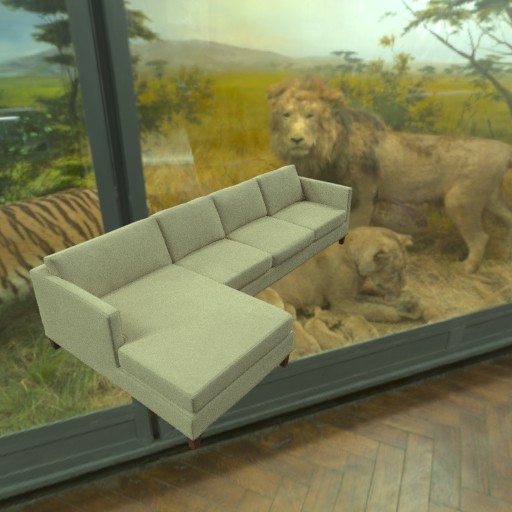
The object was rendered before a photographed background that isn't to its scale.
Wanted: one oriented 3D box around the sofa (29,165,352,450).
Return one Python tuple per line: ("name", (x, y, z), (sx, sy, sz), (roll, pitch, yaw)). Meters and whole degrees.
("sofa", (0.000, 0.000, 3.919), (1.625, 0.846, 3.186), (19, 32, 33))
